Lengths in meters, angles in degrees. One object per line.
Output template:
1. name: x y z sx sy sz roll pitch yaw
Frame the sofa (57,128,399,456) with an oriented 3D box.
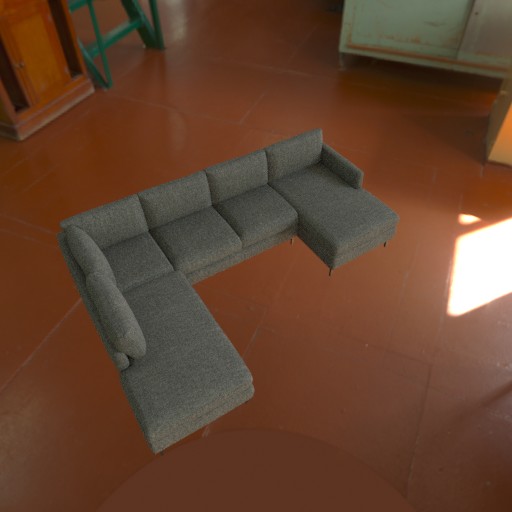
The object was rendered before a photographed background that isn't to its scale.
1. sofa: 0.000 0.000 3.685 2.737 0.756 1.879 -25 52 -21
